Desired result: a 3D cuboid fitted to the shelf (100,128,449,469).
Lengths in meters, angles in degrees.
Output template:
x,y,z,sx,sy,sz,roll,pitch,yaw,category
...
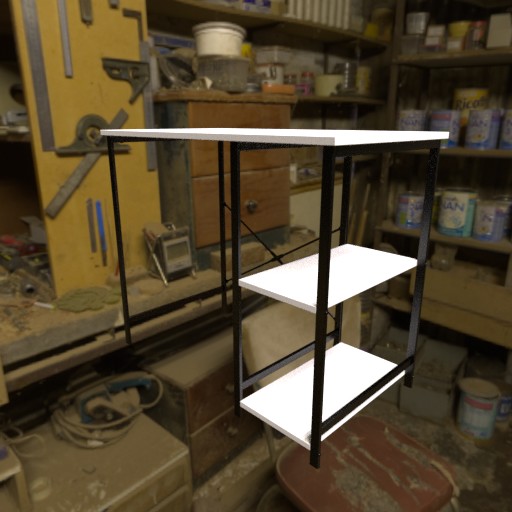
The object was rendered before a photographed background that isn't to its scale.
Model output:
x,y,z,sx,sy,sz,roll,pitch,yaw,category
0.000,0.000,1.381,0.902,0.750,0.498,16,23,43,shelf
